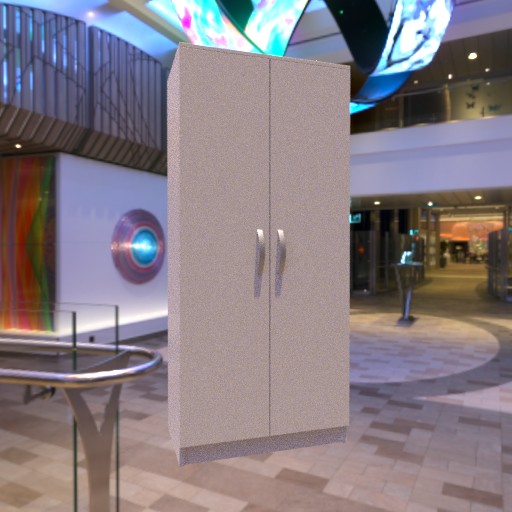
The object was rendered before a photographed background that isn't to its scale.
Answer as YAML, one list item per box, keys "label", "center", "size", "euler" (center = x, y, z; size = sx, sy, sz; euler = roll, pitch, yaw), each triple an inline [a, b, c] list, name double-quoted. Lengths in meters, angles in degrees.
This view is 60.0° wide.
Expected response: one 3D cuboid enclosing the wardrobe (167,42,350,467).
- label: "wardrobe"
  center: [0.000, 0.000, 2.065]
  size: [0.760, 1.700, 0.470]
  euler: [0, 1, -18]
